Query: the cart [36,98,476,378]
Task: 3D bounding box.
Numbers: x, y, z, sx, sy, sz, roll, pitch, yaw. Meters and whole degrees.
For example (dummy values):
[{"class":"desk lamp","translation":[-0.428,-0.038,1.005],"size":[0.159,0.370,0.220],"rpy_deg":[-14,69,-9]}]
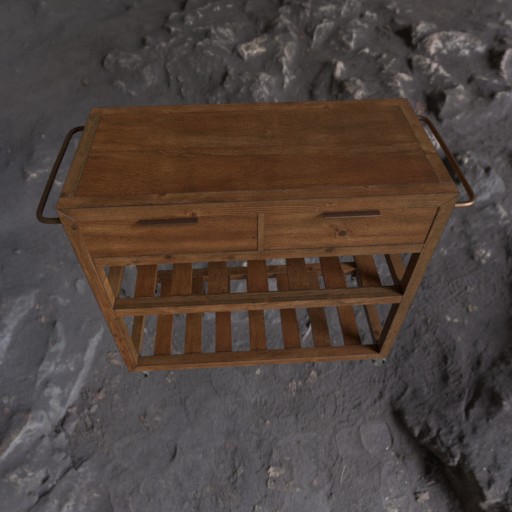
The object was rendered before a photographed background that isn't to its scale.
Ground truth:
[{"class":"cart","translation":[0.000,0.000,1.442],"size":[1.065,0.830,0.445],"rpy_deg":[-3,48,-2]}]
